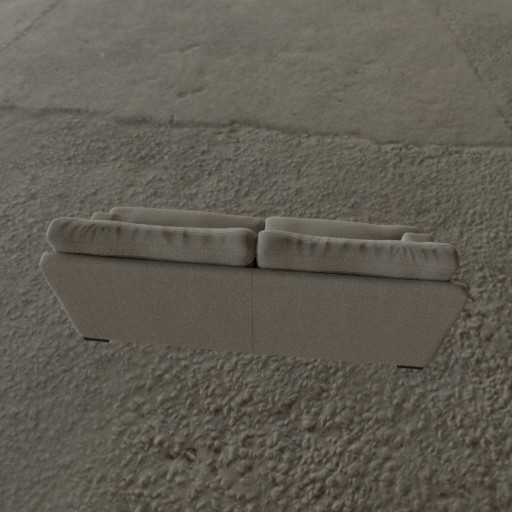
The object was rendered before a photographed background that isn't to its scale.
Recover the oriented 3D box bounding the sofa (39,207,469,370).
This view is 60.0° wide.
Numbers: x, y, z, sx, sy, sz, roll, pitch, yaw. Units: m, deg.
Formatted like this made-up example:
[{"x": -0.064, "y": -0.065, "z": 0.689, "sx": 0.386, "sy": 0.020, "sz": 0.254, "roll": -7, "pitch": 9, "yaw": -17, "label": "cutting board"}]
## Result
[{"x": 0.000, "y": 0.000, "z": 2.915, "sx": 2.354, "sy": 0.980, "sz": 0.962, "roll": 4, "pitch": 47, "yaw": 4, "label": "sofa"}]
